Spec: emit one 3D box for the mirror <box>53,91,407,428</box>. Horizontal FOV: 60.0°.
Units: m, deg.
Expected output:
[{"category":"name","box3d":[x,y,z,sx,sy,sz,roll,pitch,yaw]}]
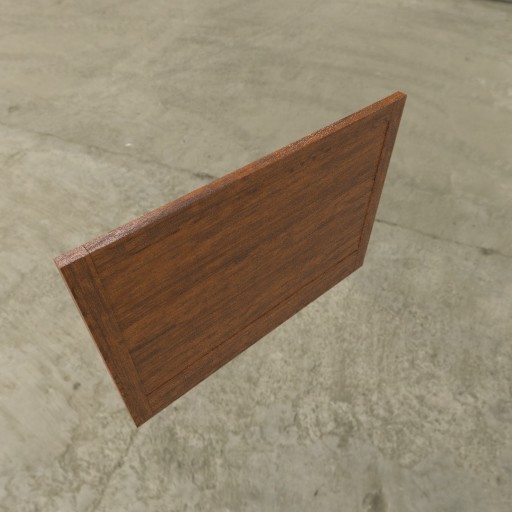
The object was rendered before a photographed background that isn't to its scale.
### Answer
[{"category":"mirror","box3d":[0.000,0.000,0.980,0.758,0.537,0.084,-31,54,-26]}]
